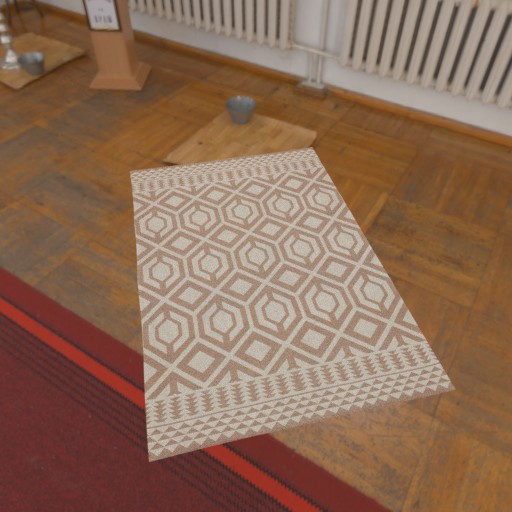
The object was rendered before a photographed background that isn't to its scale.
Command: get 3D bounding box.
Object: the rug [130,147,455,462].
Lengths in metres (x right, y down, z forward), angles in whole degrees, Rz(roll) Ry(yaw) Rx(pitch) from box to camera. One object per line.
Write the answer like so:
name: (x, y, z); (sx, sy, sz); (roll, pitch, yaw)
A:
rug: (0.000, 0.000, 2.306); (1.219, 0.008, 1.829); (-10, 47, -9)
